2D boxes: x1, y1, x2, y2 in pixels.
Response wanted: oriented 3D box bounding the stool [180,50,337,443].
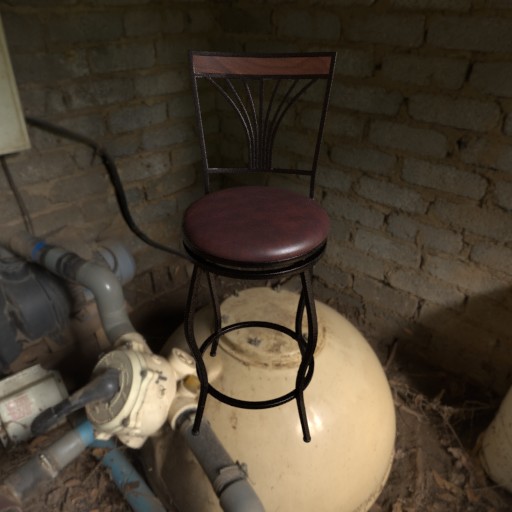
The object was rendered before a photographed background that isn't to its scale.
[{"bbox_3d":[0.000,0.000,1.378,0.433,1.117,0.514,2,31,4],"label":"stool"}]
